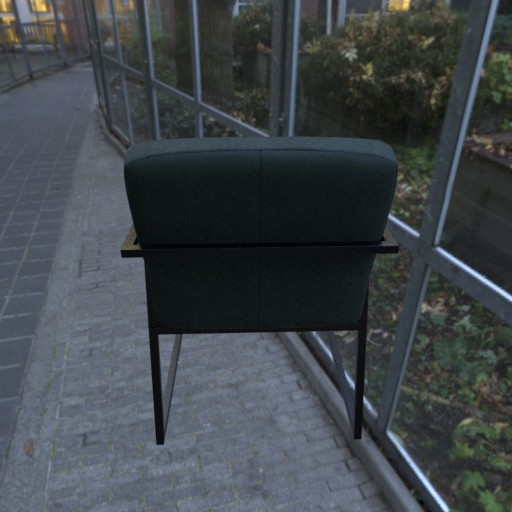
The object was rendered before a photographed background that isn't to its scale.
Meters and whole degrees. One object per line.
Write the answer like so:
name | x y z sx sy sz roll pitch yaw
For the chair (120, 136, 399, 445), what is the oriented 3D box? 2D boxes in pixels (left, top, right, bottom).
chair | 0.000 0.000 1.286 0.571 0.833 0.677 -1 30 -1
